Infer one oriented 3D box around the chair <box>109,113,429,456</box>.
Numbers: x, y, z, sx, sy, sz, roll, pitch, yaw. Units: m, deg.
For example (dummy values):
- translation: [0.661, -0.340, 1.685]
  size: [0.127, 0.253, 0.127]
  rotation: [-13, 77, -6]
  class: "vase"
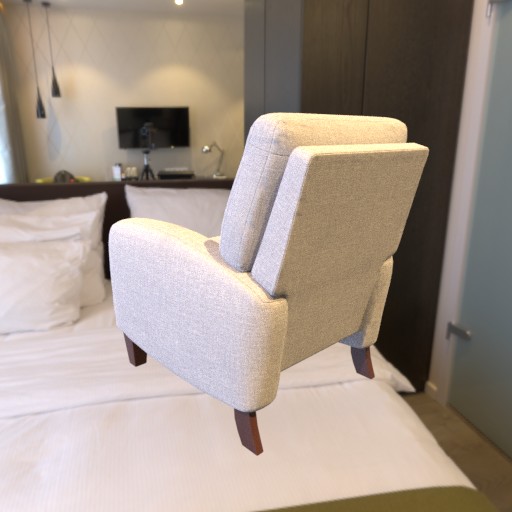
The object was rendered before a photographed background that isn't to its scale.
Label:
- translation: [0.000, 0.000, 1.665]
  size: [0.762, 0.990, 0.990]
  rotation: [-14, 21, -42]
  class: "chair"
